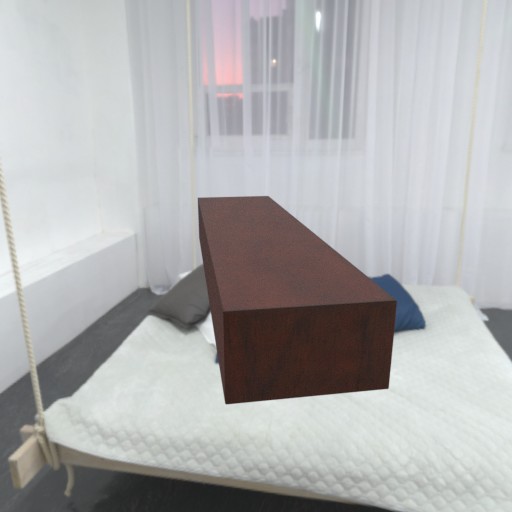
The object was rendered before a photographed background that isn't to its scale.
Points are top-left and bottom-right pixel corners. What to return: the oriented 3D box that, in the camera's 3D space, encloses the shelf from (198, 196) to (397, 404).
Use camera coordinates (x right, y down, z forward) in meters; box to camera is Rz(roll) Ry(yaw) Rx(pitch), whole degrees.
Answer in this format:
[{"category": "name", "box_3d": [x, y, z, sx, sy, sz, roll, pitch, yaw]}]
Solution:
[{"category": "shelf", "box_3d": [0.000, 0.000, 0.675, 0.152, 0.088, 0.607, -3, 17, -9]}]
